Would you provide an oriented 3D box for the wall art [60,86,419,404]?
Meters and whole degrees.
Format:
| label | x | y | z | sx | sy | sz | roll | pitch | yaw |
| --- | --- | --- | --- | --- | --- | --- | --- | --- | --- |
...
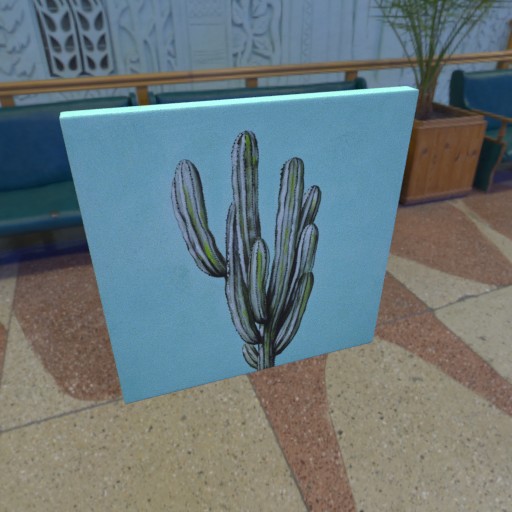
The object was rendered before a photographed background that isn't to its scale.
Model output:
| label | x | y | z | sx | sy | sz | roll | pitch | yaw |
| --- | --- | --- | --- | --- | --- | --- | --- | --- | --- |
| wall art | 0.000 | 0.000 | 1.122 | 0.765 | 0.766 | 0.054 | -10 | 33 | -16 |
